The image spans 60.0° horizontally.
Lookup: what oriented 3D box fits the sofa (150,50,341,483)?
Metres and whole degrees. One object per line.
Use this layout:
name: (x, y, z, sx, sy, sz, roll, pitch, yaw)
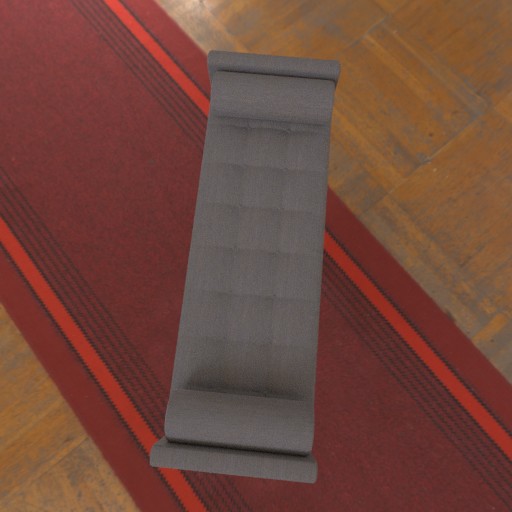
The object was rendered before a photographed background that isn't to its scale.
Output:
sofa: (0.000, 0.000, 2.311, 0.686, 0.635, 1.981, 5, 76, 1)
